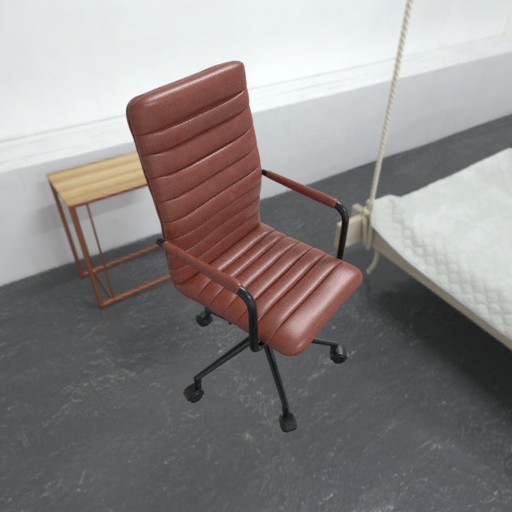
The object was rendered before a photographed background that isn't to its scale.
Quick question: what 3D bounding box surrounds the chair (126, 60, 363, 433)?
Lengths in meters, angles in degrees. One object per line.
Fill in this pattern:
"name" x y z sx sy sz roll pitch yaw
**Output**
"chair" 0.000 0.000 1.345 0.580 0.979 0.608 27 47 28
